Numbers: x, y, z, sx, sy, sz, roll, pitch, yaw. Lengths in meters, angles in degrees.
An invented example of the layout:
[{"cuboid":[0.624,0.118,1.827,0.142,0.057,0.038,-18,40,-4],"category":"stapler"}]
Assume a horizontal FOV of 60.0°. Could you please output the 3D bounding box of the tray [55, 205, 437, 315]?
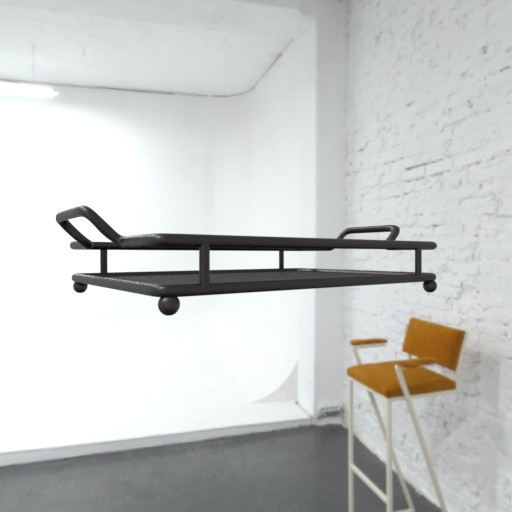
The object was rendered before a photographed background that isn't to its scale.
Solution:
[{"cuboid":[0.000,0.000,0.611,0.495,0.101,0.297,0,0,-36],"category":"tray"}]
